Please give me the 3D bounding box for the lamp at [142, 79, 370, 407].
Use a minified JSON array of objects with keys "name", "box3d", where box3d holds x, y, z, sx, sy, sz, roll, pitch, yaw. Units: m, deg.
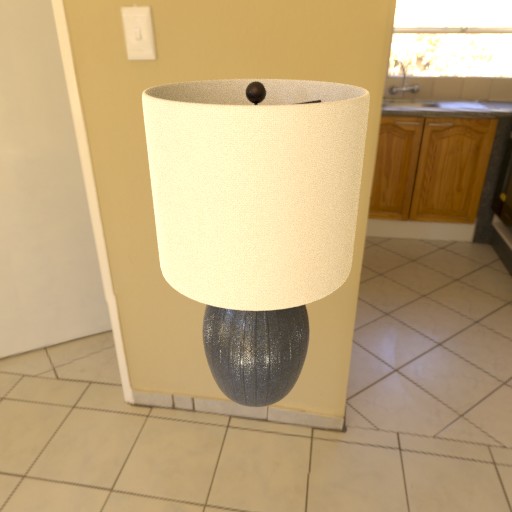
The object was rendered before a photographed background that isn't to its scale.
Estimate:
[{"name":"lamp","box3d":[0.000,0.000,0.775,0.329,0.570,0.329,0,27,0]}]
